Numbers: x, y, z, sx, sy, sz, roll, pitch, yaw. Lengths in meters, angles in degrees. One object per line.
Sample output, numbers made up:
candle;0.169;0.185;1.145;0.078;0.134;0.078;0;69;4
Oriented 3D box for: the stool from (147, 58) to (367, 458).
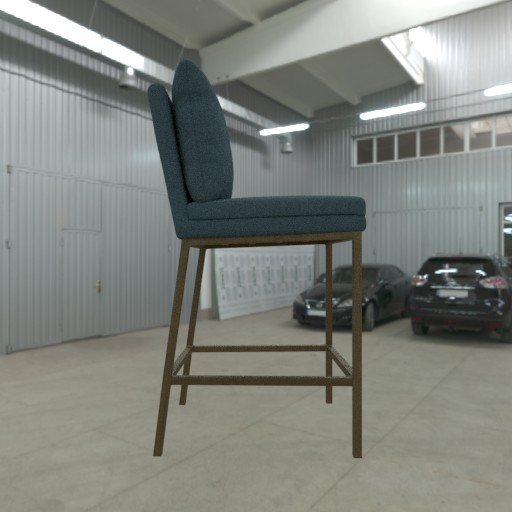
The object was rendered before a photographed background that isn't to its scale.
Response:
stool;0.000;0.000;1.352;0.568;1.032;0.463;0;0;0
